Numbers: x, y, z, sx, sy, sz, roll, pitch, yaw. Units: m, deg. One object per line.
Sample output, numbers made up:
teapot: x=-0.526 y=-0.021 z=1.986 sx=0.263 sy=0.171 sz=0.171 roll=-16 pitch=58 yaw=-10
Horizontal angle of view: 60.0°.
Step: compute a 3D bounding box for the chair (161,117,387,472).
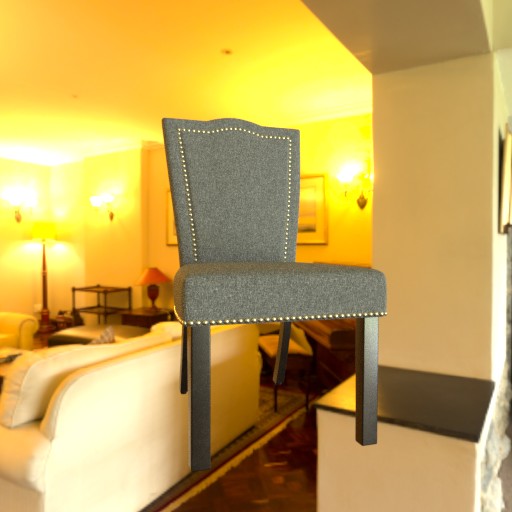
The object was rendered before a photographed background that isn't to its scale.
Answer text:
chair: x=0.000 y=0.000 z=1.299 sx=0.518 sy=0.946 sz=0.589 roll=0 pitch=1 yaw=-18
